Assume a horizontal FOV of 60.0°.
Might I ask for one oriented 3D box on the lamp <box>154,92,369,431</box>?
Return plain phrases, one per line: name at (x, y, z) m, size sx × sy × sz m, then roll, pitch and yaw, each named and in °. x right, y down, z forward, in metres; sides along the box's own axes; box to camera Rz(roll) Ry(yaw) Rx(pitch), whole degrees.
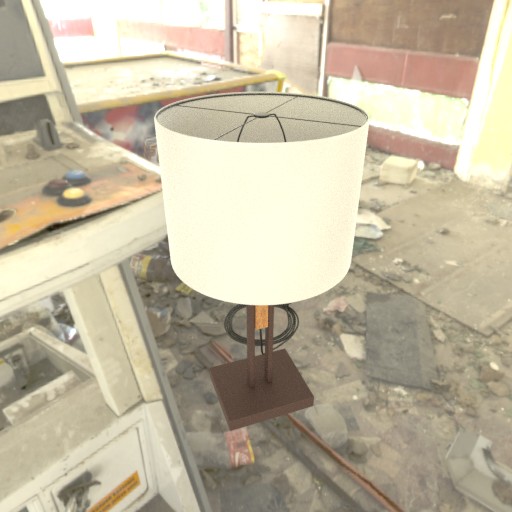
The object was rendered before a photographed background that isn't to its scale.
lamp at (0.000, 0.000, 0.992) m, size 0.396 × 0.668 × 0.525 m, roll -10°, pitch 32°, yaw -17°
